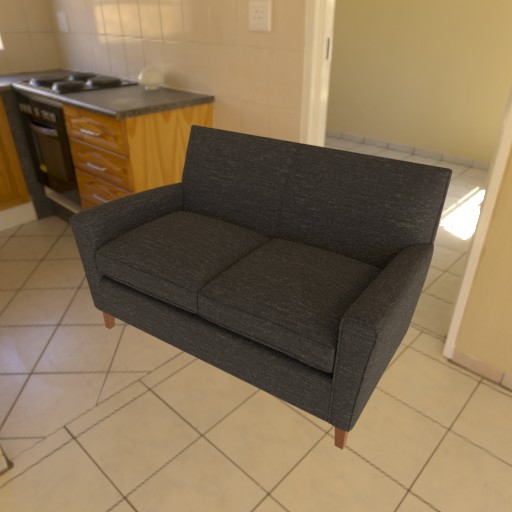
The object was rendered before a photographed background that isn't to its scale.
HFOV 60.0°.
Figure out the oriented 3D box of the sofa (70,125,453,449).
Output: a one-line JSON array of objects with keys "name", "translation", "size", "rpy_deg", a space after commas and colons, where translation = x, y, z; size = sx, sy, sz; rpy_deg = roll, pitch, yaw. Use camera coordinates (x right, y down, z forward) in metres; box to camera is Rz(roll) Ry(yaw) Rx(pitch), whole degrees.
[{"name": "sofa", "translation": [0.000, 0.000, 2.007], "size": [1.420, 0.846, 0.875], "rpy_deg": [18, 34, 28]}]
